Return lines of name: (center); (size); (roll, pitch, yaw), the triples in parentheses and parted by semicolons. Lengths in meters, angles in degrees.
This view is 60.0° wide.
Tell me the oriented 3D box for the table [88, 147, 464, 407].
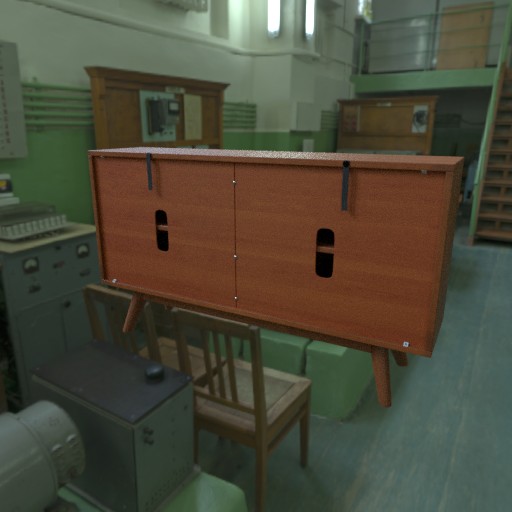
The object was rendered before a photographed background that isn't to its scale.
table: (0.000, 0.000, 1.539); (1.220, 0.698, 0.308); (9, 19, 27)
